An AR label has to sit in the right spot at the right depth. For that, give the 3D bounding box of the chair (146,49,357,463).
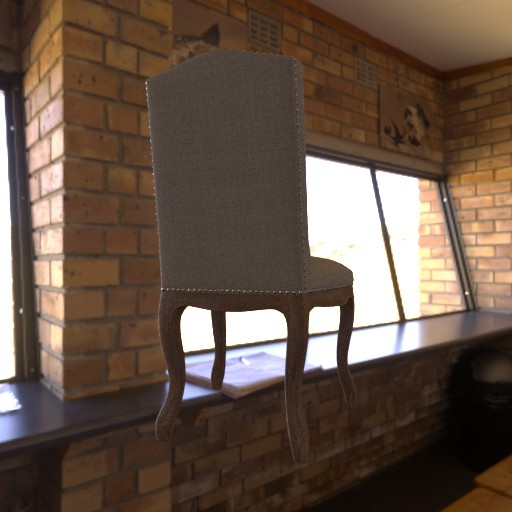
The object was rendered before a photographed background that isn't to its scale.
[{"bbox_3d":[0.000,0.000,1.605,0.637,1.191,0.731,0,-1,19],"label":"chair"}]
